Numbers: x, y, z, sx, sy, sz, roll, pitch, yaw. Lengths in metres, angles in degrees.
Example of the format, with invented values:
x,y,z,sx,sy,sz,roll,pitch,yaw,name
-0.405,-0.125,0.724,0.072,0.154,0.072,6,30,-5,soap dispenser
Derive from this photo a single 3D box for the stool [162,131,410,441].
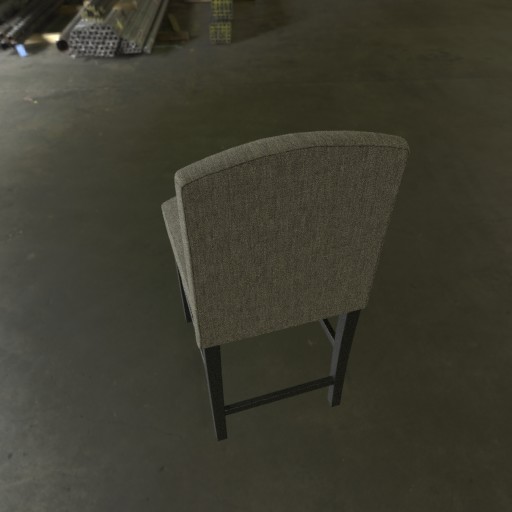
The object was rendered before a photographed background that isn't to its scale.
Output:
x,y,z,sx,sy,sz,roll,pitch,yaw,name
0.000,0.000,1.264,0.451,0.966,0.552,-12,43,-13,stool
